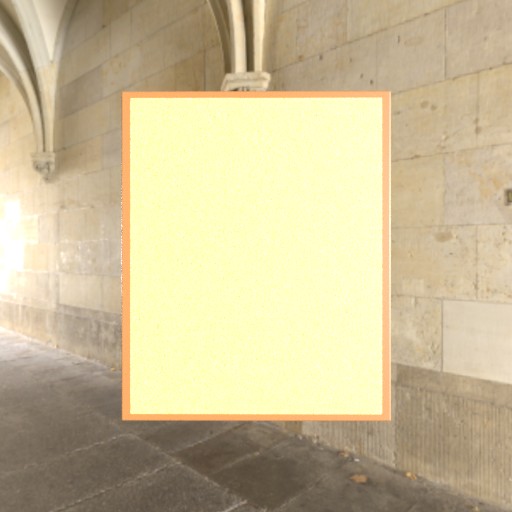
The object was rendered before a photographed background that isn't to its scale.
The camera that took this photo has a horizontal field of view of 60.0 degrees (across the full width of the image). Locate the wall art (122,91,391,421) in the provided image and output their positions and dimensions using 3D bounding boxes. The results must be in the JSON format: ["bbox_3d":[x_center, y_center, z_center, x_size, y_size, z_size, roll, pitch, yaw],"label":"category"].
[{"bbox_3d":[0.000,0.000,0.748,0.449,0.550,0.021,0,0,0],"label":"wall art"}]
